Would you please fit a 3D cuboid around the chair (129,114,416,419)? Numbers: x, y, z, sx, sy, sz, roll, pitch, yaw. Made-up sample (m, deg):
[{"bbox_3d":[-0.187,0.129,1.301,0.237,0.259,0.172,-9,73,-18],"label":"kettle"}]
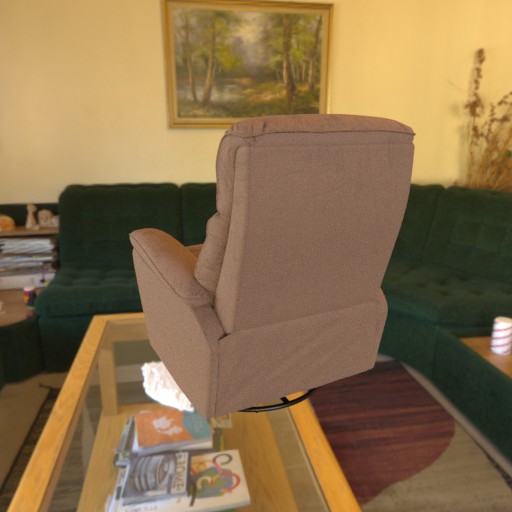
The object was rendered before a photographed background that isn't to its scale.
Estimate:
[{"bbox_3d":[0.000,0.000,1.737,0.820,1.037,1.004,-8,18,-26],"label":"chair"}]
